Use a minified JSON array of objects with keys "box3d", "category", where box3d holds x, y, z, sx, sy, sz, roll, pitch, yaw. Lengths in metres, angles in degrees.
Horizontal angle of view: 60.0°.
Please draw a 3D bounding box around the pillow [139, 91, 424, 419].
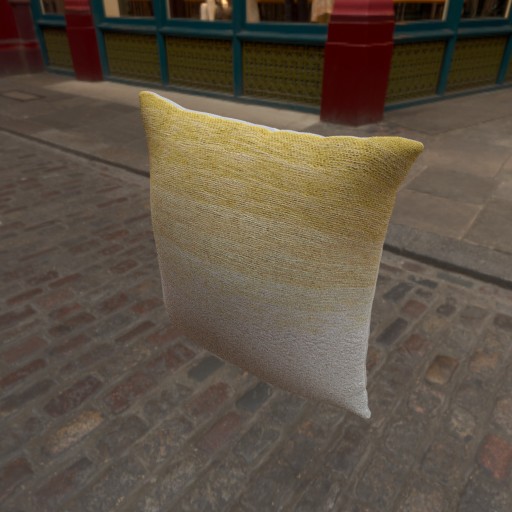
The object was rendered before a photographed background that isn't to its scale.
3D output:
[{"box3d":[0.000,0.000,0.702,0.450,0.450,0.211,21,37,30],"category":"pillow"}]
